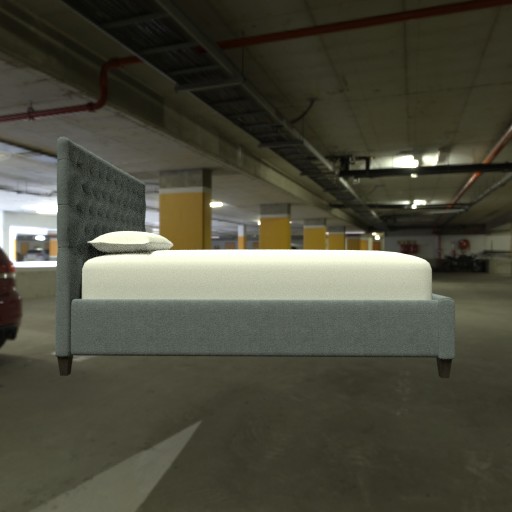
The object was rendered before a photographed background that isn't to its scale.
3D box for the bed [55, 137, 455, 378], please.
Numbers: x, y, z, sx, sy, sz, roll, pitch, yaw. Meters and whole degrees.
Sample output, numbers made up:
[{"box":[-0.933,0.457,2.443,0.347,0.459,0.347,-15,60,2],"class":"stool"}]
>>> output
[{"box":[0.000,0.000,3.407,2.335,1.411,1.698,0,0,1],"class":"bed"}]
